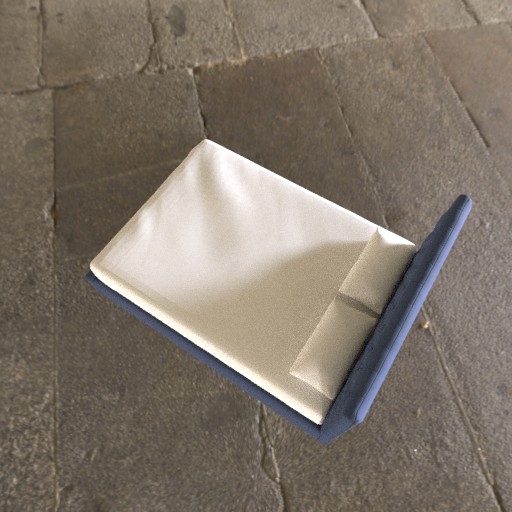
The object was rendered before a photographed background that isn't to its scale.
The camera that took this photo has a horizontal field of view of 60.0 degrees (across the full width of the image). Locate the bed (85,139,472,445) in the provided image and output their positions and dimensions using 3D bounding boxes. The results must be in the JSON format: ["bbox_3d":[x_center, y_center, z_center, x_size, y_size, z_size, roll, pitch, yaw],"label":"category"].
[{"bbox_3d":[0.000,0.000,3.524,2.387,1.427,1.706,30,67,14],"label":"bed"}]
